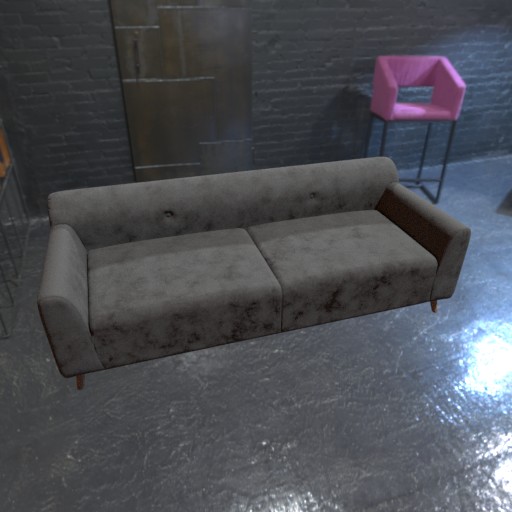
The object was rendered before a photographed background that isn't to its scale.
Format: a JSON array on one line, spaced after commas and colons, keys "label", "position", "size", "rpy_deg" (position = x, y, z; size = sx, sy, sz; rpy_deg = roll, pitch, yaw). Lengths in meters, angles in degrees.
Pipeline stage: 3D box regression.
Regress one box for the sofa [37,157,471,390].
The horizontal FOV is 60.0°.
[{"label": "sofa", "position": [0.000, 0.000, 2.585], "size": [2.190, 0.740, 0.900], "rpy_deg": [-9, 32, -15]}]
